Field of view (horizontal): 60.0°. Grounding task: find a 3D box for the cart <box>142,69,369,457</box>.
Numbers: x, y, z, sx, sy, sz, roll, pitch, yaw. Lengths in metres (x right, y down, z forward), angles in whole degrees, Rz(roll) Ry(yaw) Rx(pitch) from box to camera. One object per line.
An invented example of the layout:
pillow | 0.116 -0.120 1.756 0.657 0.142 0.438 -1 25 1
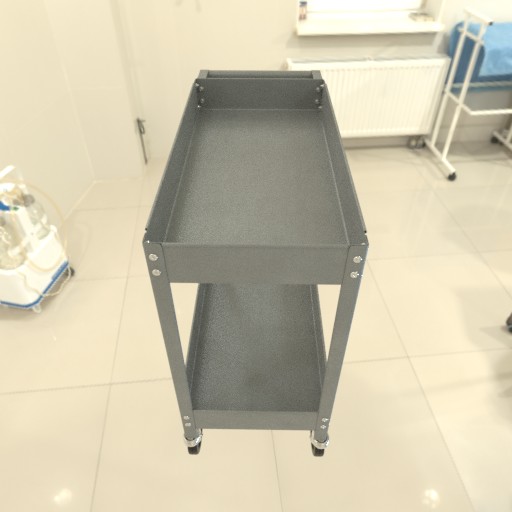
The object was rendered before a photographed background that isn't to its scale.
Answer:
cart | 0.000 0.000 1.171 0.366 0.719 0.779 1 42 1
